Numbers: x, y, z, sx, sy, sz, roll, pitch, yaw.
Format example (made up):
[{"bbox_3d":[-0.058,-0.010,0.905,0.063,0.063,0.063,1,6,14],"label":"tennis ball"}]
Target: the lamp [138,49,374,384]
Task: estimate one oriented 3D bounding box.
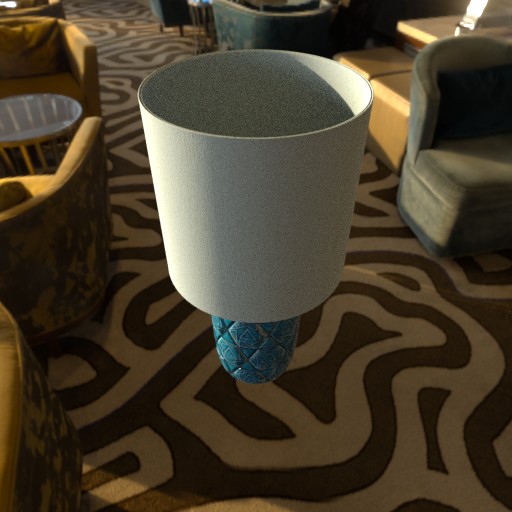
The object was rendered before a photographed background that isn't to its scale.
[{"bbox_3d":[0.000,0.000,0.493,0.193,0.377,0.193,-12,43,-13],"label":"lamp"}]
